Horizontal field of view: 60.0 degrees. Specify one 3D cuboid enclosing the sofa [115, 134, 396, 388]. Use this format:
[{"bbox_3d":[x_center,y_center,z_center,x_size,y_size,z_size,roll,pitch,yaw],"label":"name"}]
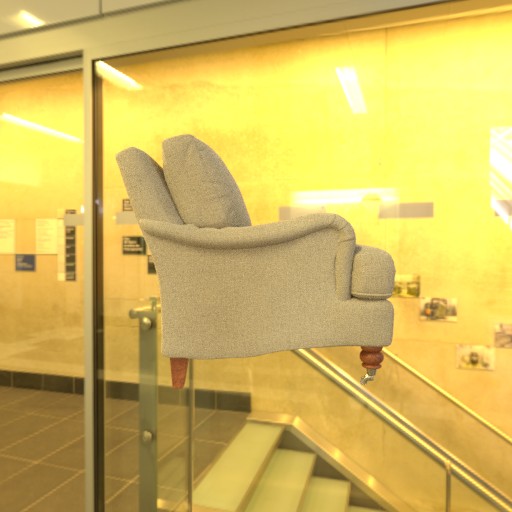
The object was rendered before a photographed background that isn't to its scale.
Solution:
[{"bbox_3d":[0.000,0.000,2.666,1.091,0.997,2.070,0,1,-1],"label":"sofa"}]
